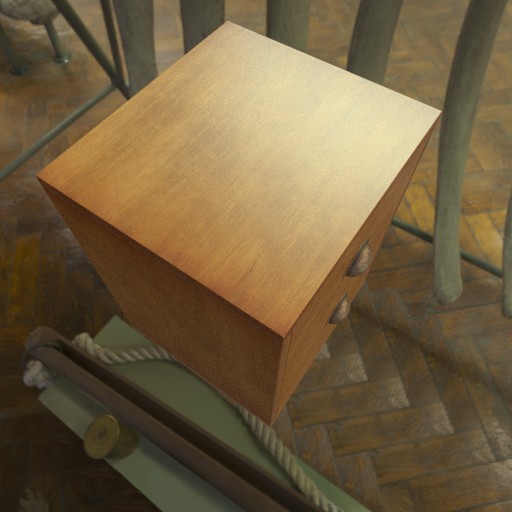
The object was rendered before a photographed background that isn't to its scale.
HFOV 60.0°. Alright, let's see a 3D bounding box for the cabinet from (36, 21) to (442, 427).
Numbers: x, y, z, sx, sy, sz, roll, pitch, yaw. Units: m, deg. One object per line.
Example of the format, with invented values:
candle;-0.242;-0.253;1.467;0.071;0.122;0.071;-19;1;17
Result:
cabinet;0.000;0.000;0.840;0.401;0.579;0.409;31;64;17
